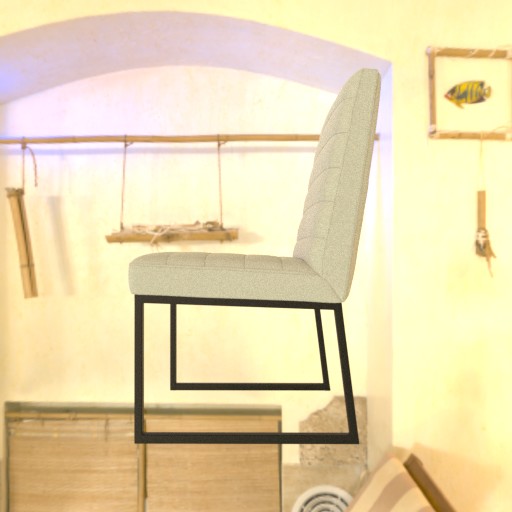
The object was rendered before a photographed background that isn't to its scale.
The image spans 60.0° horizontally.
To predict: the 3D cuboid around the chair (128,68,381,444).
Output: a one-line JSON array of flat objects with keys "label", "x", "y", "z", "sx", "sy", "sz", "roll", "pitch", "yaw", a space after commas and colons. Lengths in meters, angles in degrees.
[{"label": "chair", "x": 0.000, "y": 0.000, "z": 1.325, "sx": 0.634, "sy": 0.930, "sz": 0.520, "roll": 0, "pitch": 0, "yaw": 0}]
